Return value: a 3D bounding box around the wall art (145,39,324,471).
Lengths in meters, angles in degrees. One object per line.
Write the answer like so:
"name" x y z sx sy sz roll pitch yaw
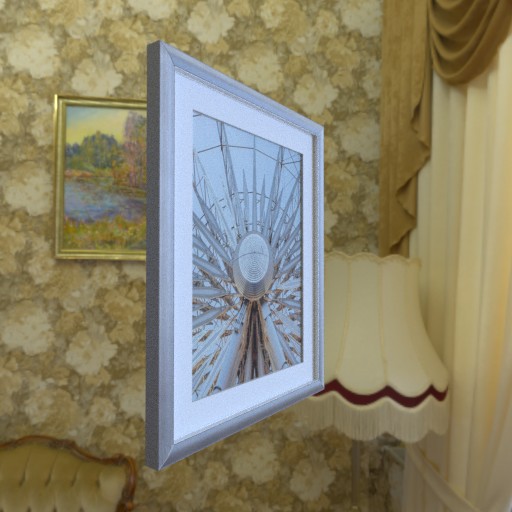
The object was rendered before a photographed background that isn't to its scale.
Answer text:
"wall art" 0.000 0.000 0.764 0.029 0.558 0.458 -1 -1 36
